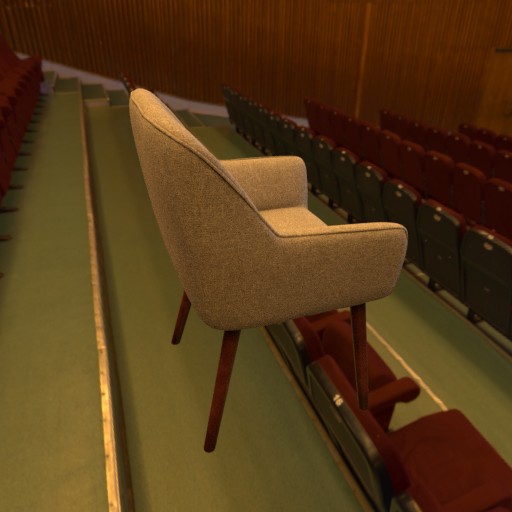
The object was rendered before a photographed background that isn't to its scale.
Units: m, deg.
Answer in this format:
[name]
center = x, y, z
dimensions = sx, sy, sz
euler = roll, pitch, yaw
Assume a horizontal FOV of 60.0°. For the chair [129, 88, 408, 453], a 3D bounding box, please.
[chair]
center = 0.000, 0.000, 1.154
dimensions = 0.519, 0.803, 0.543
euler = -10, 31, -18
